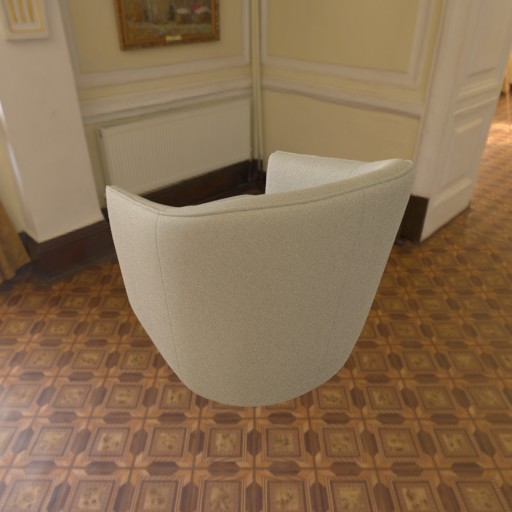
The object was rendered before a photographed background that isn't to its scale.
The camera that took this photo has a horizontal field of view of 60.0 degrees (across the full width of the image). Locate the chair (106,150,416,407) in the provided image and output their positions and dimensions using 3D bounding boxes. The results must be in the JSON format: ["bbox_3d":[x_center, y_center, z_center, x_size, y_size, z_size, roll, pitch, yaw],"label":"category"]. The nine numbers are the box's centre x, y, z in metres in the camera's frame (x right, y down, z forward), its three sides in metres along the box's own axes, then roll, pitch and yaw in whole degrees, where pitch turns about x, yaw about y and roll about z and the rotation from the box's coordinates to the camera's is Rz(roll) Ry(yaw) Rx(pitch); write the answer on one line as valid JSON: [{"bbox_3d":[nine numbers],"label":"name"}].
[{"bbox_3d":[0.000,0.000,1.452,0.747,0.799,0.875,-18,36,-27],"label":"chair"}]
